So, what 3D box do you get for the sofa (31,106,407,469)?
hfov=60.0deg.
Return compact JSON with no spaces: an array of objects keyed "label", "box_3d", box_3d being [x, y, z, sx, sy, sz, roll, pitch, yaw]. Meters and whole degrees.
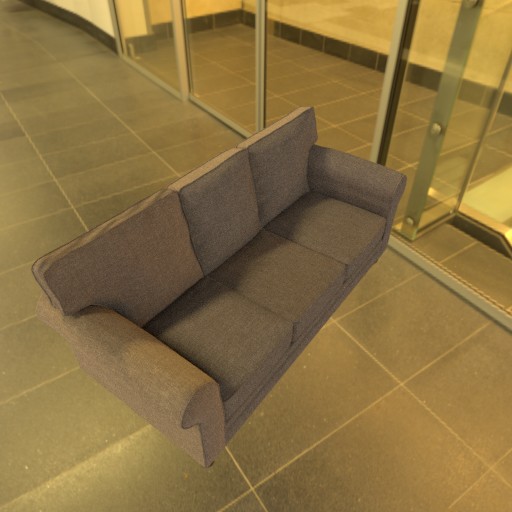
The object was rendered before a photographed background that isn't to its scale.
[{"label":"sofa","box_3d":[0.000,0.000,2.477,0.916,0.961,2.084,25,46,27]}]
